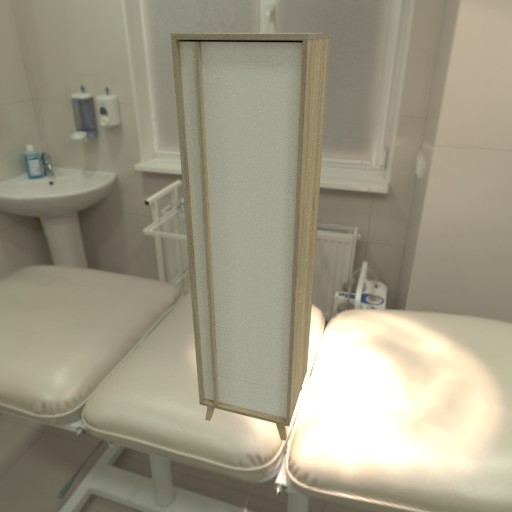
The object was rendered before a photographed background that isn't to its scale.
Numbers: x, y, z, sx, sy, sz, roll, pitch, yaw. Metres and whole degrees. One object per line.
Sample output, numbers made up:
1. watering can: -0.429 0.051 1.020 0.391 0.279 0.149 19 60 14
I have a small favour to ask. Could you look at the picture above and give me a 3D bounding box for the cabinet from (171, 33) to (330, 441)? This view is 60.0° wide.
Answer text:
1. cabinet: 0.000 0.000 2.183 0.510 1.960 0.450 8 28 16
